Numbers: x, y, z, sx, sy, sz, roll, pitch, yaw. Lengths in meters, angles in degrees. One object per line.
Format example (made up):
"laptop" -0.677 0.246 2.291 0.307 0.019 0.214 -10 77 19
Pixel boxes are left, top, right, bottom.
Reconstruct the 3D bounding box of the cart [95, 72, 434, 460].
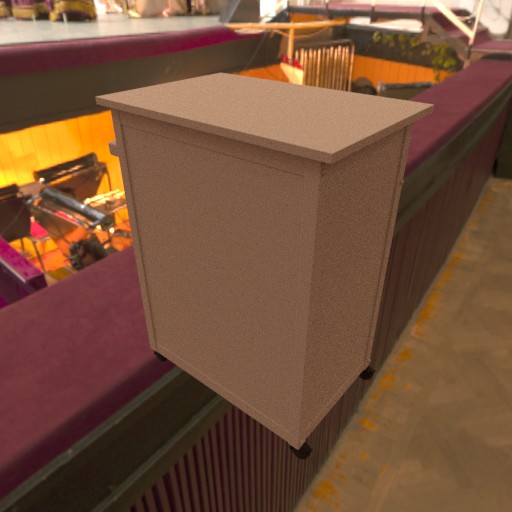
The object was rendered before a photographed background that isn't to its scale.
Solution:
"cart" 0.000 0.000 1.271 0.683 0.864 0.442 23 39 33
